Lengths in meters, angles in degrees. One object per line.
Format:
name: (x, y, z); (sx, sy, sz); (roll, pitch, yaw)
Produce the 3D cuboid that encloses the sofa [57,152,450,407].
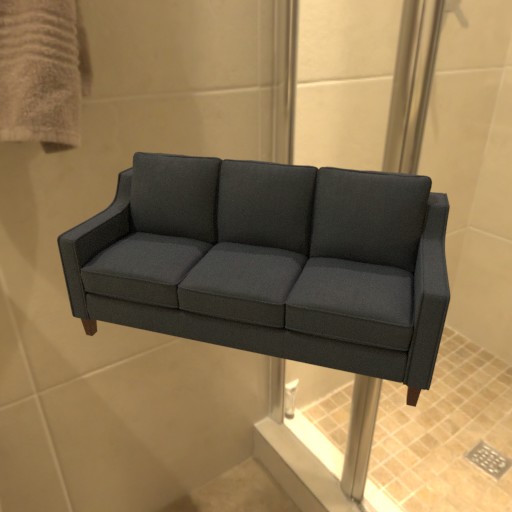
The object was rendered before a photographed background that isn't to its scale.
sofa: (0.000, 0.000, 2.555); (1.986, 0.974, 0.911); (8, 28, 16)
